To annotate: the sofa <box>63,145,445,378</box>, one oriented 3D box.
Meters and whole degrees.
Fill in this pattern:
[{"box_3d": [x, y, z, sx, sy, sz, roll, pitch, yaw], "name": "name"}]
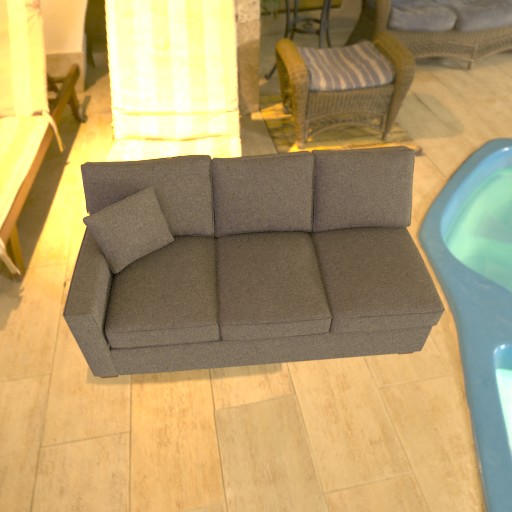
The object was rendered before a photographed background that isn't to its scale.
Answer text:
[{"box_3d": [0.000, 0.000, 2.638, 1.963, 0.946, 1.034, -4, 45, -4], "name": "sofa"}]
